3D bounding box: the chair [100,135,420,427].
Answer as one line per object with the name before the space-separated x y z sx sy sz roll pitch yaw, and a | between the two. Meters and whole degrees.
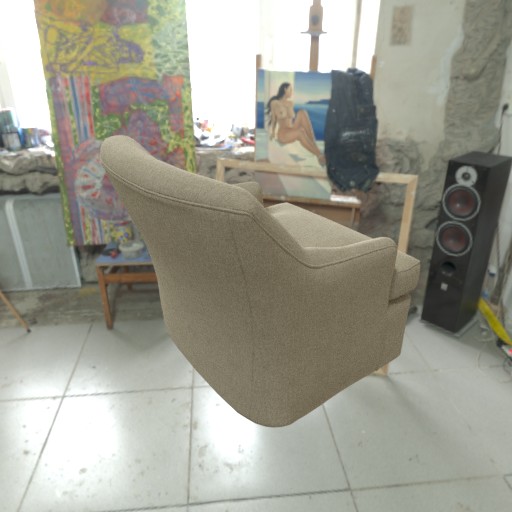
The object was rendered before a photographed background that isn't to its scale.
chair | 0.000 0.000 1.606 0.923 0.856 0.864 -17 31 -31
